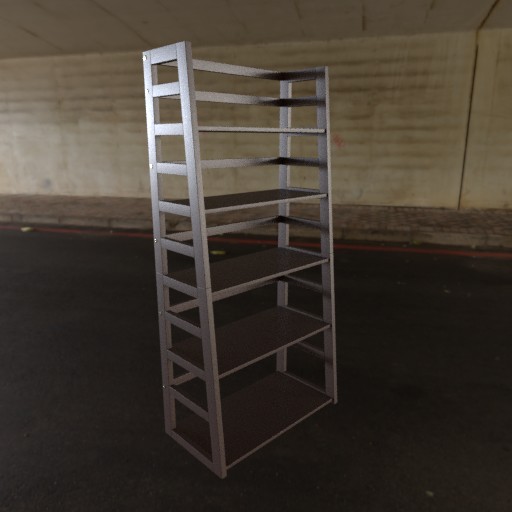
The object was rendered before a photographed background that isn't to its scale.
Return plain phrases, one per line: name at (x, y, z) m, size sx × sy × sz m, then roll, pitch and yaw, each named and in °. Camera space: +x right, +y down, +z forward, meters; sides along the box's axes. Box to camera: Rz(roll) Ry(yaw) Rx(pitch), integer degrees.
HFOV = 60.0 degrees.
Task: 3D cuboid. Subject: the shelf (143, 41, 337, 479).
shelf at (0.000, 0.000, 1.933) m, size 0.763 × 1.600 × 0.403 m, roll -14°, pitch 20°, yaw -42°
